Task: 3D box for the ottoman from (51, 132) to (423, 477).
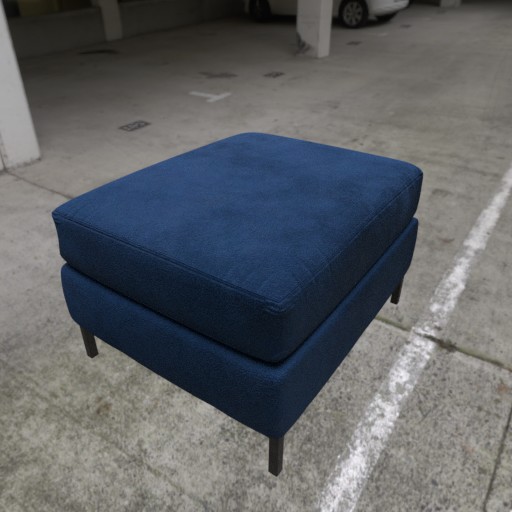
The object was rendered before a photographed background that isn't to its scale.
[{"bbox_3d":[0.000,0.000,1.198,0.655,0.485,0.794,20,36,29],"label":"ottoman"}]
